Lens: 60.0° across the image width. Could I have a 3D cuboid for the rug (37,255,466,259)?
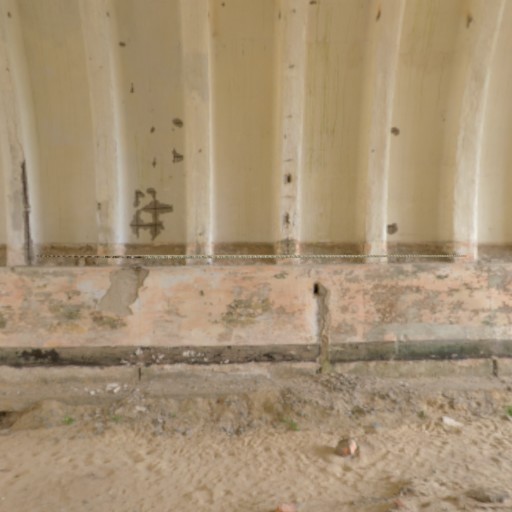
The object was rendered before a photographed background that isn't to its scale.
[{"bbox_3d":[0.000,0.000,2.232,1.802,0.008,1.247,0,0,-36],"label":"rug"}]
